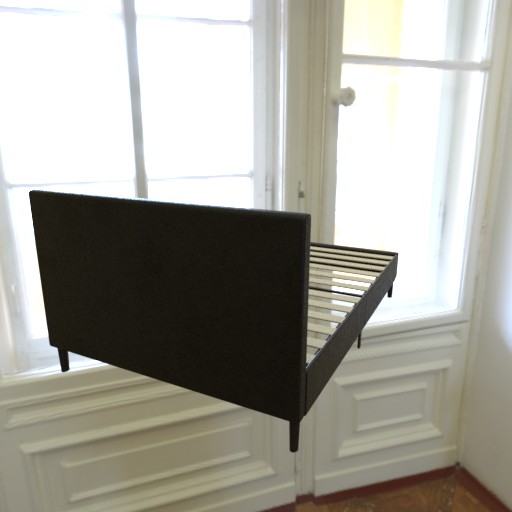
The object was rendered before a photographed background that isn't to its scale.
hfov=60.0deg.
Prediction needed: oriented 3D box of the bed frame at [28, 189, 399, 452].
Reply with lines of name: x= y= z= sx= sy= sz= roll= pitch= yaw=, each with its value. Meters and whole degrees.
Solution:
bed frame: x=0.000 y=0.000 z=3.220 sx=1.634 sy=1.127 sz=2.318 roll=8 pitch=18 yaw=26
